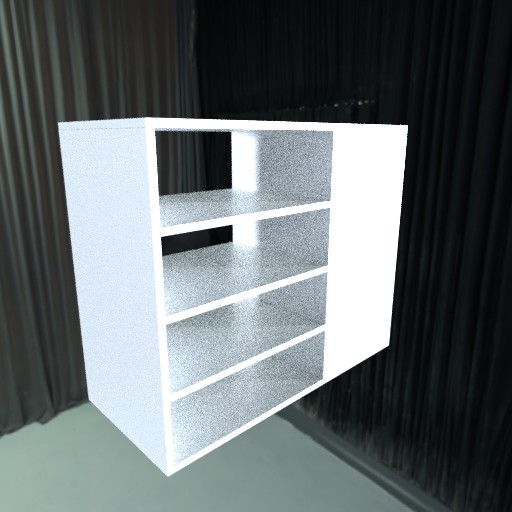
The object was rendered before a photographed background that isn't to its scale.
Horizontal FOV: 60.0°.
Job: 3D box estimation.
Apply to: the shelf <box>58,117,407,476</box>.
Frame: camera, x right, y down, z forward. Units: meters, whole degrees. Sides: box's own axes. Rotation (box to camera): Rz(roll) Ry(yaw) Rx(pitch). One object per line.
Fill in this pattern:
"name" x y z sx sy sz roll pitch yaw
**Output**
"shelf" 0.000 0.000 1.285 0.895 0.732 0.396 -14 20 -42
